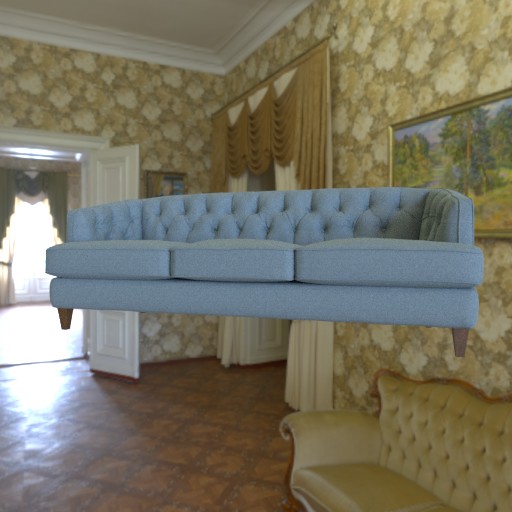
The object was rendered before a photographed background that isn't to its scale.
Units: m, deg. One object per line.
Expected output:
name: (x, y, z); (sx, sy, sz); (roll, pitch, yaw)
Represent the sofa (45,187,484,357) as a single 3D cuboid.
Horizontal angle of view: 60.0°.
sofa: (0.000, 0.000, 2.596); (2.278, 0.855, 0.941); (0, 1, 17)
